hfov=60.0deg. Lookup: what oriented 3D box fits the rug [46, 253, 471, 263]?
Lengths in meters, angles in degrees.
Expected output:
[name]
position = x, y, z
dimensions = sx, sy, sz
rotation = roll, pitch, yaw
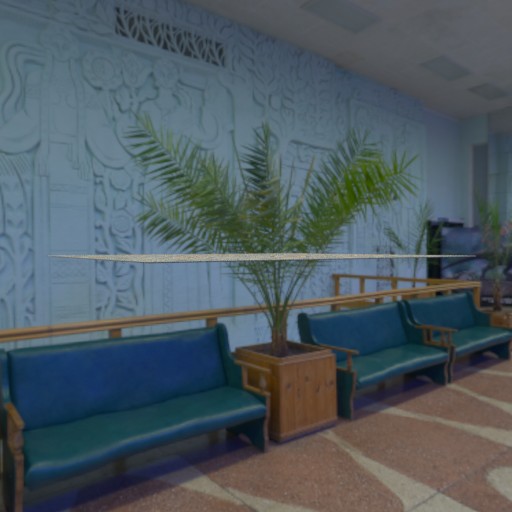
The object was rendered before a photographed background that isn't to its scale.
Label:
[rug]
position = 0.000, 0.000, 3.999
dimensions = 3.035, 0.008, 2.425
rotation = -1, 1, -36
